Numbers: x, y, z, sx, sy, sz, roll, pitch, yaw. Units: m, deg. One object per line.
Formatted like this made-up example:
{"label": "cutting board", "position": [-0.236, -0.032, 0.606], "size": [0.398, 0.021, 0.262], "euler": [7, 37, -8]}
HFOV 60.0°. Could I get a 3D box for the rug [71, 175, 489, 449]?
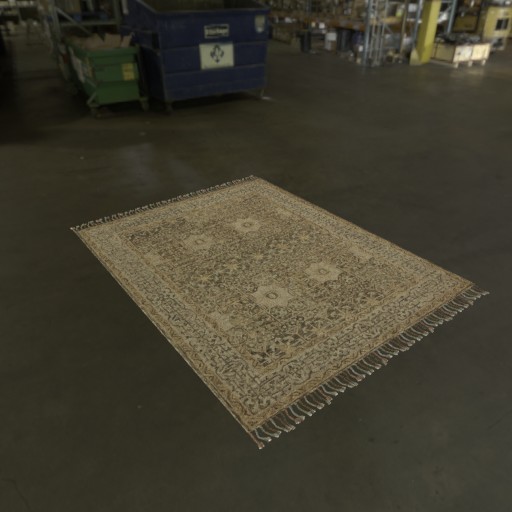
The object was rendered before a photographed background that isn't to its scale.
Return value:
{"label": "rug", "position": [0.000, 0.000, 4.196], "size": [2.431, 0.017, 3.291], "euler": [-22, 38, -31]}
